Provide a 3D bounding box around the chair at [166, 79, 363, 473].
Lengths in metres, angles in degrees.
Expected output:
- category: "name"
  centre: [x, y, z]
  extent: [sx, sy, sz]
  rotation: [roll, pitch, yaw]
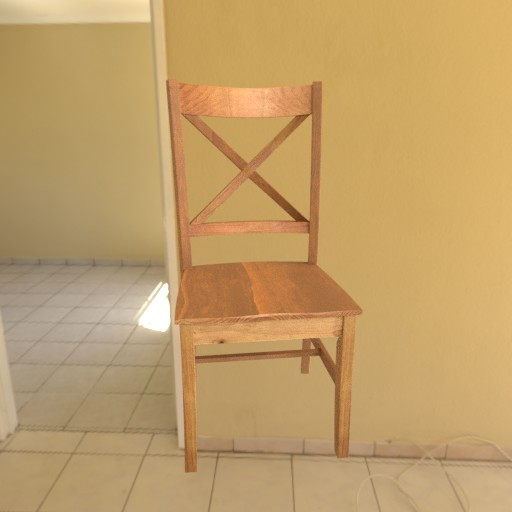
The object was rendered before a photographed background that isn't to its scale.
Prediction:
- category: "chair"
  centre: [0.000, 0.000, 1.267]
  extent: [0.485, 0.983, 0.542]
  rotation: [-2, 16, -7]
